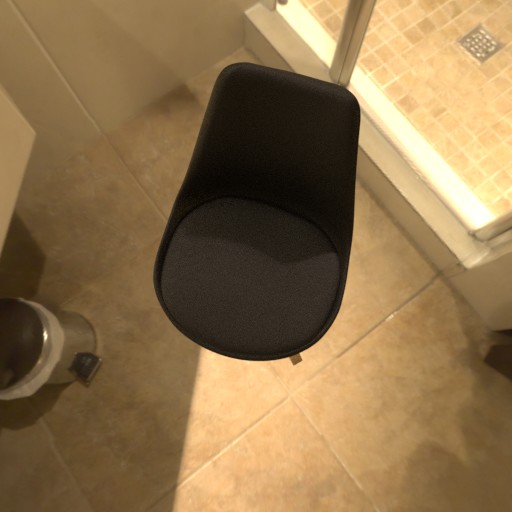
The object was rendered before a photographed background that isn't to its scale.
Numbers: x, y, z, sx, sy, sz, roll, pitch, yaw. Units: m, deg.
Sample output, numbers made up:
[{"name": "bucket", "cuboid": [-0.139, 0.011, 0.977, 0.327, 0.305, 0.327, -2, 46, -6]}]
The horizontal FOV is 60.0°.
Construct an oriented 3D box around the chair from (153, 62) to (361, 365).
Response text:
[{"name": "chair", "cuboid": [0.000, 0.000, 1.192, 0.485, 0.850, 0.549, 16, 77, 4]}]
